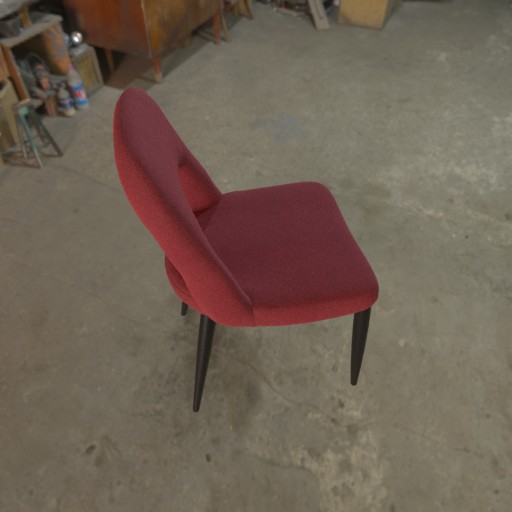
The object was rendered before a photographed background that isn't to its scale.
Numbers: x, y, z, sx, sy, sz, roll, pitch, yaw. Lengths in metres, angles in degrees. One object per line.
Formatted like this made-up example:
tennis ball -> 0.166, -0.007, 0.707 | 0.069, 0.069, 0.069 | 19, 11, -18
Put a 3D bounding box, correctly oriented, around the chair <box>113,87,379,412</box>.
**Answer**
chair -> 0.000, 0.000, 1.199 | 0.569, 0.892, 0.483 | -9, 47, -8
